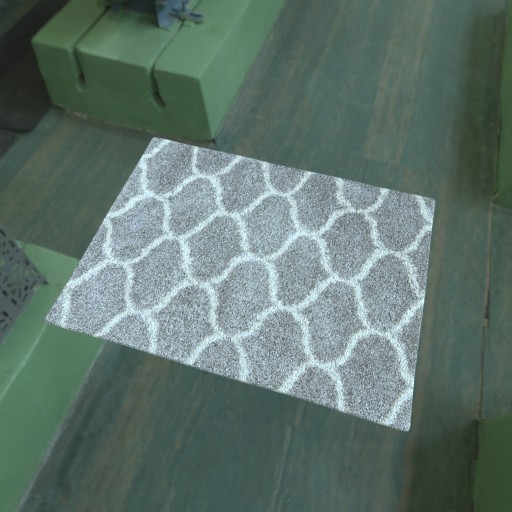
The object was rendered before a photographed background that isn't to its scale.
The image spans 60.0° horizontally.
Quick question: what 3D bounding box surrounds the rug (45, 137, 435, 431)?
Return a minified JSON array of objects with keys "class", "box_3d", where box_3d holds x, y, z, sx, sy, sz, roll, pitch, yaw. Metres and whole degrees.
[{"class":"rug","box_3d":[0.000,0.000,2.141,1.600,0.025,1.200,14,59,9]}]
